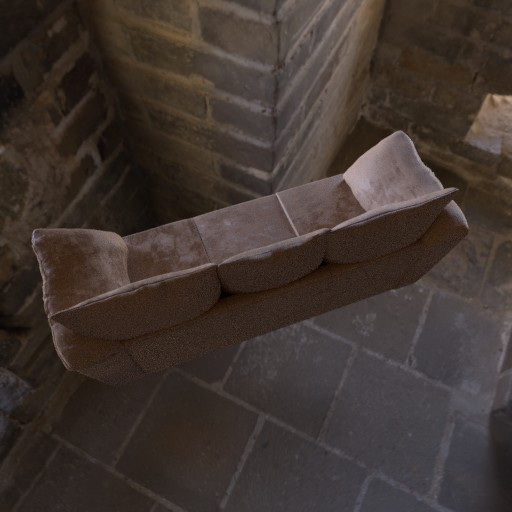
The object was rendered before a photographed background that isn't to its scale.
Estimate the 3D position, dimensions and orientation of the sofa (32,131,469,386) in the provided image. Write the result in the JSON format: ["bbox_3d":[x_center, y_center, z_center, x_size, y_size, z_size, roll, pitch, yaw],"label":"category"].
[{"bbox_3d":[0.000,0.000,2.716,2.377,0.981,0.893,-17,59,-11],"label":"sofa"}]
